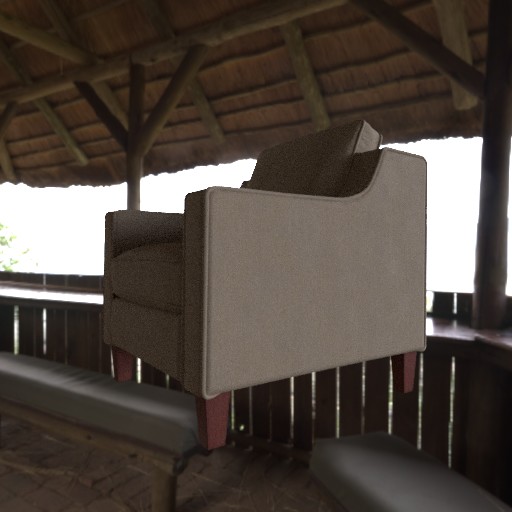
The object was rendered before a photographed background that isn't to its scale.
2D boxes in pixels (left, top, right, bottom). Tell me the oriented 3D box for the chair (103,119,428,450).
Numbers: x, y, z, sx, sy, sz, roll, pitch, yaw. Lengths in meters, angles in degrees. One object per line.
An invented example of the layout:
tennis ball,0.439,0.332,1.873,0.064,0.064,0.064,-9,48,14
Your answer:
chair,0.000,0.000,1.641,0.909,0.960,0.831,0,1,-35
